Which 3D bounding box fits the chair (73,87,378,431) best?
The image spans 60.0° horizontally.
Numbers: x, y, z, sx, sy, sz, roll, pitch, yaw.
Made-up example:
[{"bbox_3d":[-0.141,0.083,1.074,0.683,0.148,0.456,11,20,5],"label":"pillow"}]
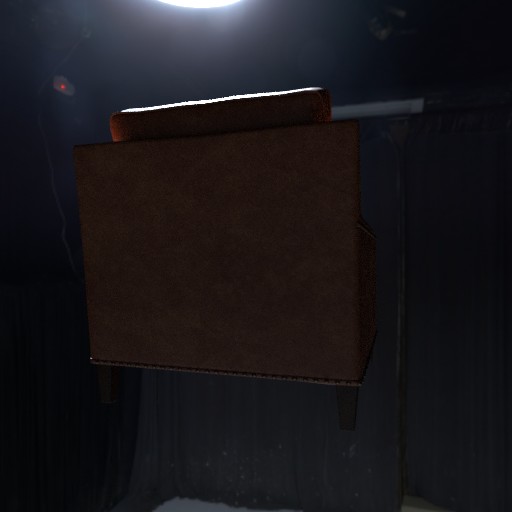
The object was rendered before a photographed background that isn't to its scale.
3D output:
[{"bbox_3d":[0.000,0.000,1.679,0.853,0.943,1.014,0,0,18],"label":"chair"}]
